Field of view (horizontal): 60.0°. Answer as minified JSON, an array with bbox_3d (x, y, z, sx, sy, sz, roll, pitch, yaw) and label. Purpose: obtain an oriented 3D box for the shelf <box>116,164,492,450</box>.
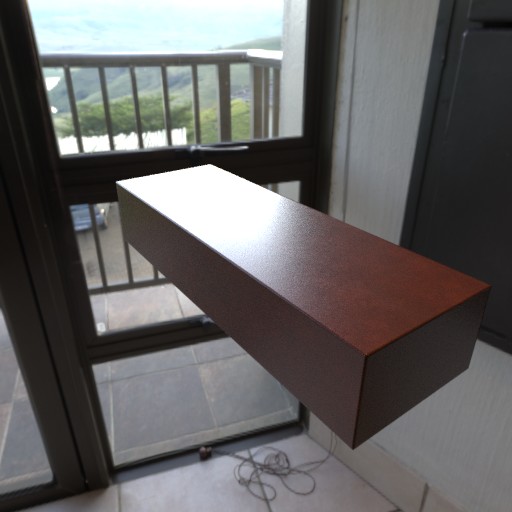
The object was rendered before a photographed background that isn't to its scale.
[{"bbox_3d":[0.000,0.000,0.513,0.152,0.088,0.457,-18,32,-31],"label":"shelf"}]
